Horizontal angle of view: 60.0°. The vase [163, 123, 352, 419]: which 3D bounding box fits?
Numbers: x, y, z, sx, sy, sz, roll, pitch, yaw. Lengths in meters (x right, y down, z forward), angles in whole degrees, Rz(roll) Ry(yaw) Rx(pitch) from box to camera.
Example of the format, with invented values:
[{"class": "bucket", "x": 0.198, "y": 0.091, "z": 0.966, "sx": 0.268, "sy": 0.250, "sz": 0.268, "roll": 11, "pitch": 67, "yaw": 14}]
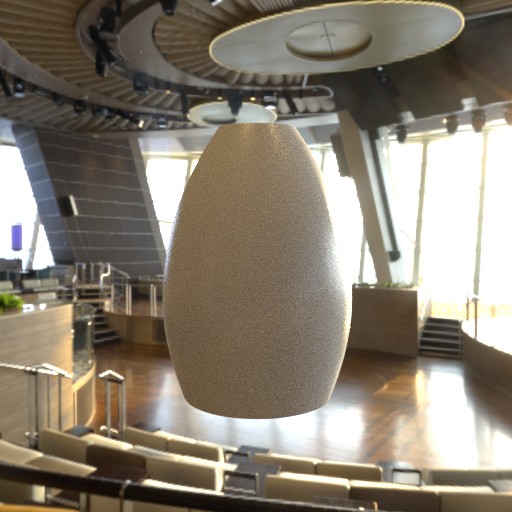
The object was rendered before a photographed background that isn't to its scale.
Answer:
[{"class": "vase", "x": 0.000, "y": 0.000, "z": 0.262, "sx": 0.089, "sy": 0.131, "sz": 0.187, "roll": 0, "pitch": 1, "yaw": -1}]
